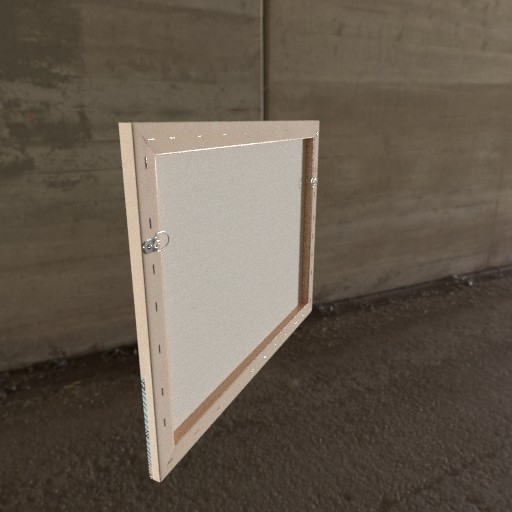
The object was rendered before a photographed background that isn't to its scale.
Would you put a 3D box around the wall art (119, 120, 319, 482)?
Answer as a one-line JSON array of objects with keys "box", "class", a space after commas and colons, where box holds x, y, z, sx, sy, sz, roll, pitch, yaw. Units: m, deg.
[{"box": [0.000, 0.000, 1.567, 0.042, 0.912, 1.219, 8, 19, 25], "class": "wall art"}]
